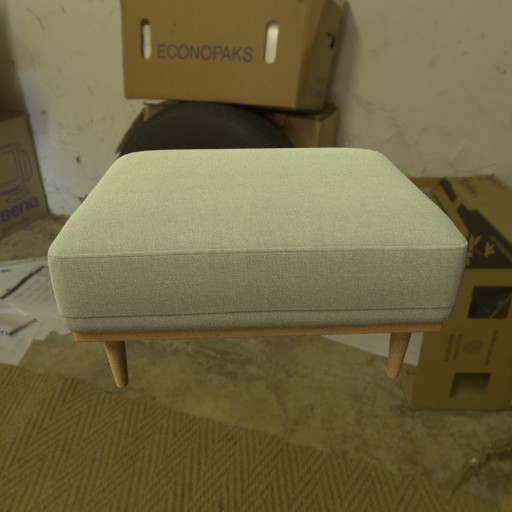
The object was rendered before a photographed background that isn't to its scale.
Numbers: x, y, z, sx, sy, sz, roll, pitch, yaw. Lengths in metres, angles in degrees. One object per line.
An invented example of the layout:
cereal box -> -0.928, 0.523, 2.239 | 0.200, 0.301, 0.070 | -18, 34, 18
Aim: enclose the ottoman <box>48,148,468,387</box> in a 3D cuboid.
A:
ottoman -> 0.000, 0.000, 1.056 | 0.749, 0.428, 0.549 | -1, 29, -2
